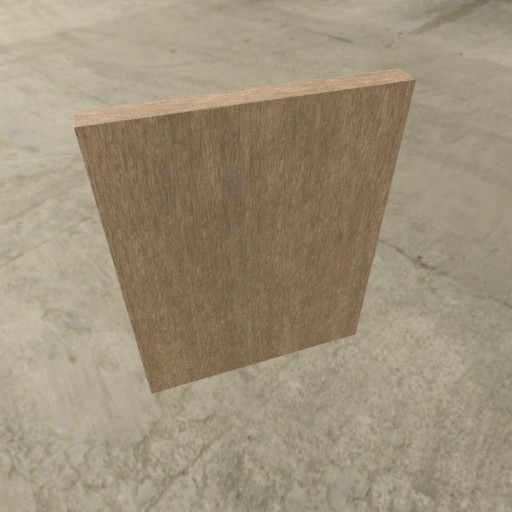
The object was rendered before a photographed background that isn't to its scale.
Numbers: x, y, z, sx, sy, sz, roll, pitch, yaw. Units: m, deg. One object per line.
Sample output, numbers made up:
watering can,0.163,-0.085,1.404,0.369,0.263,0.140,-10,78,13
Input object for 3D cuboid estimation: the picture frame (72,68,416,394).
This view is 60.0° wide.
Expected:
picture frame,0.000,0.000,0.713,0.424,0.526,0.043,-13,43,-14
